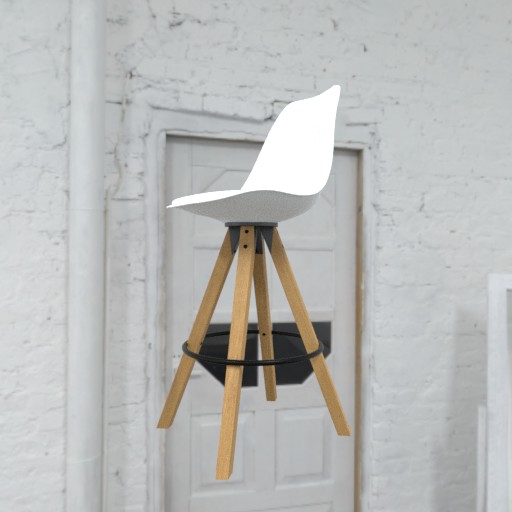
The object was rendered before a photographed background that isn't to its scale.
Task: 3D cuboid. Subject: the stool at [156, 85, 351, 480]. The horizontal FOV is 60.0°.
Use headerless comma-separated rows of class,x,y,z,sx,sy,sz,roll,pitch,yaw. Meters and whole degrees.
stool,0.000,0.000,1.409,0.549,1.115,0.482,-1,2,-35
